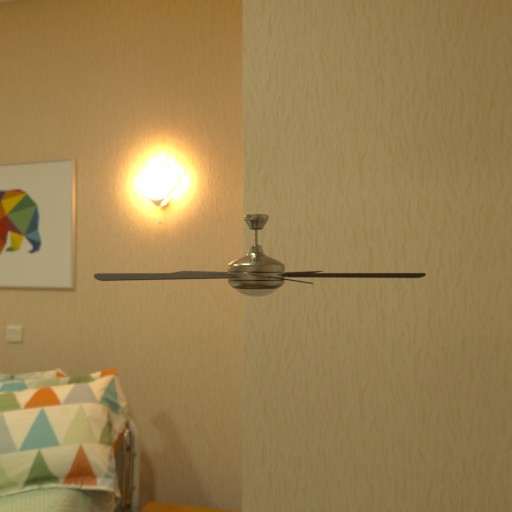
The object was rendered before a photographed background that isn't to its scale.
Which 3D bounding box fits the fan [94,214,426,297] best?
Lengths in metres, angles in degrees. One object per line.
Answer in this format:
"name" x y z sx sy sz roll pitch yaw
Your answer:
"fan" 0.000 0.000 1.933 1.321 0.356 1.321 0 -1 -18
